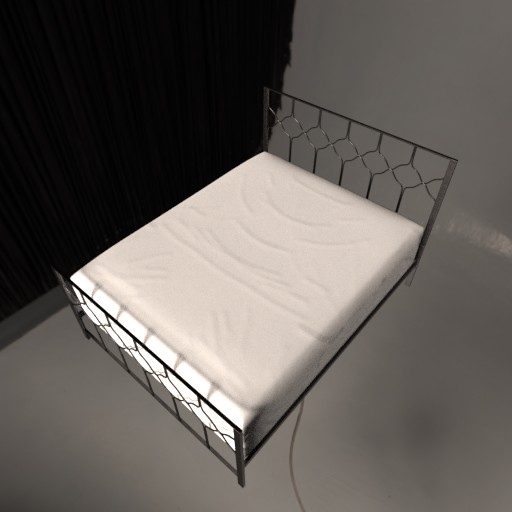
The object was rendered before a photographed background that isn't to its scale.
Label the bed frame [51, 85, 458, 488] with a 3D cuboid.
[{"bbox_3d":[0.000,0.000,3.063,1.597,1.222,2.063,32,54,27],"label":"bed frame"}]
